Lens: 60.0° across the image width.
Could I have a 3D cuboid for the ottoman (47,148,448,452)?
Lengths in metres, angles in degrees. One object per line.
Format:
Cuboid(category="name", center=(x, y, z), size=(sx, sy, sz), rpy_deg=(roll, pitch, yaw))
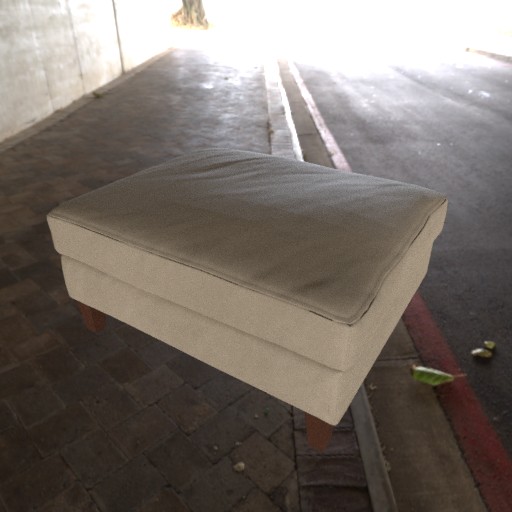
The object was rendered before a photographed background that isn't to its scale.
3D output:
Cuboid(category="ottoman", center=(0.000, 0.000, 1.482), size=(1.002, 0.492, 0.836), rpy_deg=(18, 34, 28))
